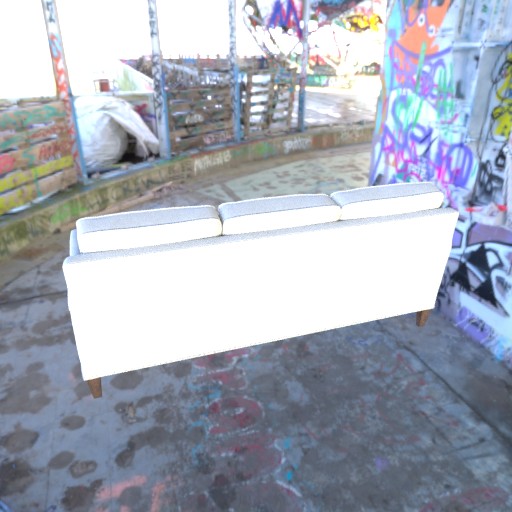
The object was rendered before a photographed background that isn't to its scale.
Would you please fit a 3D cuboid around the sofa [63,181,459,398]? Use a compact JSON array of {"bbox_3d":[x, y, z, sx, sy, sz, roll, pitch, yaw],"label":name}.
[{"bbox_3d":[0.000,0.000,2.866,2.246,1.003,1.084,-8,26,-17],"label":"sofa"}]
